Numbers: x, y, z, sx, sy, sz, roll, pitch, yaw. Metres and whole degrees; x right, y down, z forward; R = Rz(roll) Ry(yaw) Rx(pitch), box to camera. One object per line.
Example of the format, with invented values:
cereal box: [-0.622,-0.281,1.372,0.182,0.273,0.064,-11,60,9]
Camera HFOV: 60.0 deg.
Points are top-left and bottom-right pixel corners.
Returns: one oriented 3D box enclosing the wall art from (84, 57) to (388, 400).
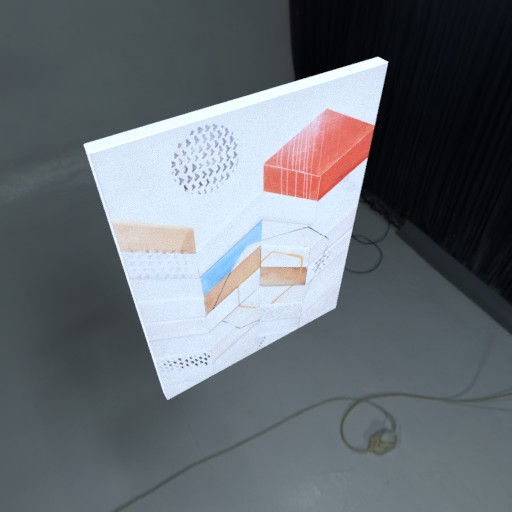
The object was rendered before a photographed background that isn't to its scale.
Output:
wall art: [0.000,0.000,1.619,0.914,1.221,0.046,-25,51,-22]
